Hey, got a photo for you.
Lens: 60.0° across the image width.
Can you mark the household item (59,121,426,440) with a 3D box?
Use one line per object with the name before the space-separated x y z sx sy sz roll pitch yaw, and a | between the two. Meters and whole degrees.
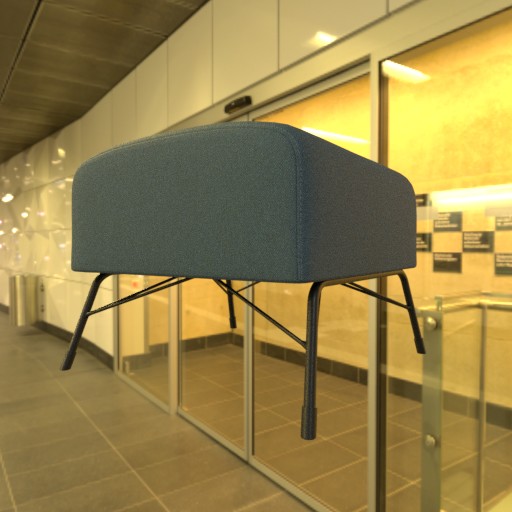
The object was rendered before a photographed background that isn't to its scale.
household item | 0.000 0.000 0.885 0.530 0.420 0.530 1 2 35
